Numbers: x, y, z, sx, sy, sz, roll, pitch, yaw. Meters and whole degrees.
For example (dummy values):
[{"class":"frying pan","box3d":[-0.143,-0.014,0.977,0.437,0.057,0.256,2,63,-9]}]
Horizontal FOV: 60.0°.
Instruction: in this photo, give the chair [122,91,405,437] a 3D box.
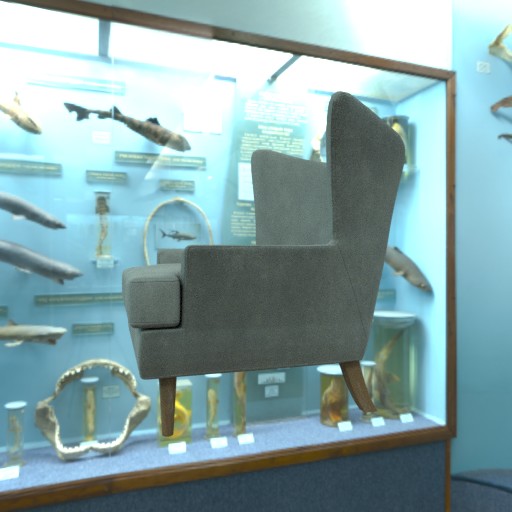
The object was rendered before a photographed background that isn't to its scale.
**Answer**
[{"class":"chair","box3d":[0.000,0.000,1.587,0.906,0.950,0.784,0,0,-18]}]
